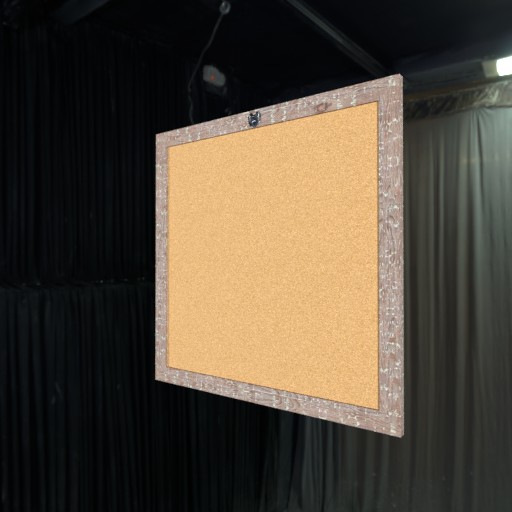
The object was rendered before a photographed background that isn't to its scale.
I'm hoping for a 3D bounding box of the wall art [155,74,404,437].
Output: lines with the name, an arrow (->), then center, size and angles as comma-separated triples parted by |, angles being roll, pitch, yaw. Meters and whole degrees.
wall art -> 0.000, 0.000, 0.585 | 0.384, 0.384, 0.012 | 0, -1, 36
